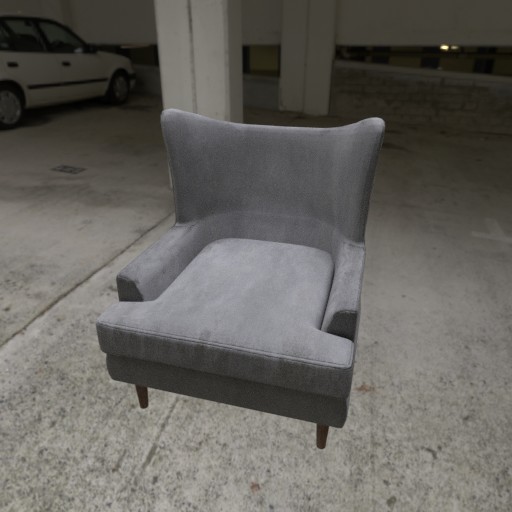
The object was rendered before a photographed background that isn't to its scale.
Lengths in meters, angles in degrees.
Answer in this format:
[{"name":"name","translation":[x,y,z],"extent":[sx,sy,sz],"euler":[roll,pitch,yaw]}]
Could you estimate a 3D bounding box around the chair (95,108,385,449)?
[{"name":"chair","translation":[0.000,0.000,1.599],"extent":[0.784,0.950,0.906],"euler":[7,27,14]}]
